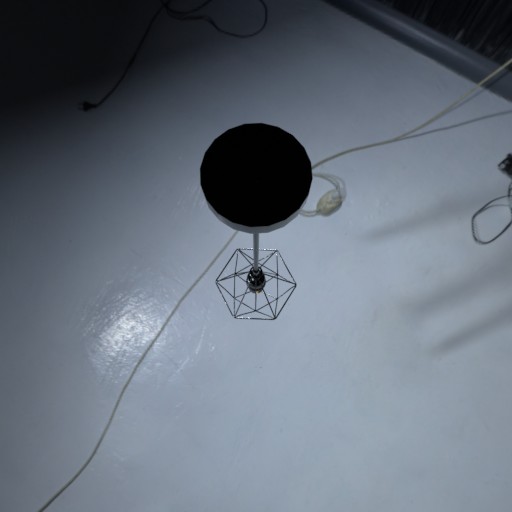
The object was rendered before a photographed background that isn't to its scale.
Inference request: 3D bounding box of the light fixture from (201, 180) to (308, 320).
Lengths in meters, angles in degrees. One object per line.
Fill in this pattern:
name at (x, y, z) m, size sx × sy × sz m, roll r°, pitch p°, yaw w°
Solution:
light fixture at (0.000, 0.000, 2.009) m, size 0.431 × 1.764 × 0.487 m, roll 31°, pitch 78°, yaw 7°
